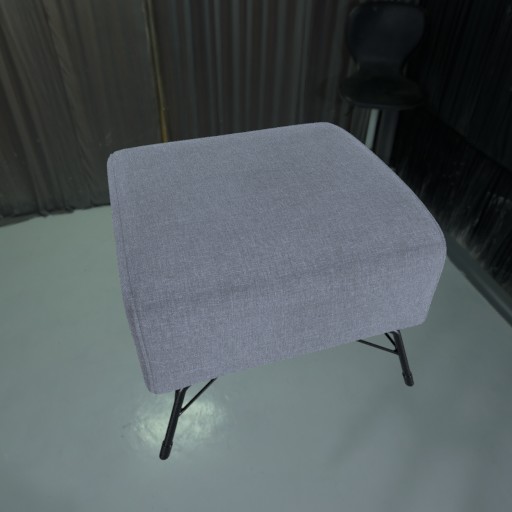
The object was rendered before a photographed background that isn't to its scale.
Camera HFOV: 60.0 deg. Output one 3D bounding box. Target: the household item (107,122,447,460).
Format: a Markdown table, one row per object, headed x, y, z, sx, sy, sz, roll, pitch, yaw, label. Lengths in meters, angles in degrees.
| x | y | z | sx | sy | sz | roll | pitch | yaw | label |
| --- | --- | --- | --- | --- | --- | --- | --- | --- | --- |
| 0.000 | 0.000 | 0.920 | 0.530 | 0.410 | 0.530 | -11 | 42 | -13 | household item |
